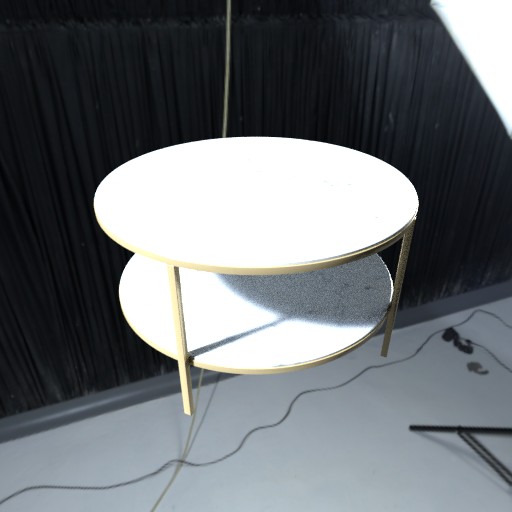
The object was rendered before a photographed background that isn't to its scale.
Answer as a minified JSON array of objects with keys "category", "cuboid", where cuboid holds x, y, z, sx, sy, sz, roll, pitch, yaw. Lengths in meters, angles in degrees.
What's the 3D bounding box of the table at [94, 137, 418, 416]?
[{"category":"table","cuboid":[0.000,0.000,1.259,0.800,0.450,0.800,0,31,0]}]
